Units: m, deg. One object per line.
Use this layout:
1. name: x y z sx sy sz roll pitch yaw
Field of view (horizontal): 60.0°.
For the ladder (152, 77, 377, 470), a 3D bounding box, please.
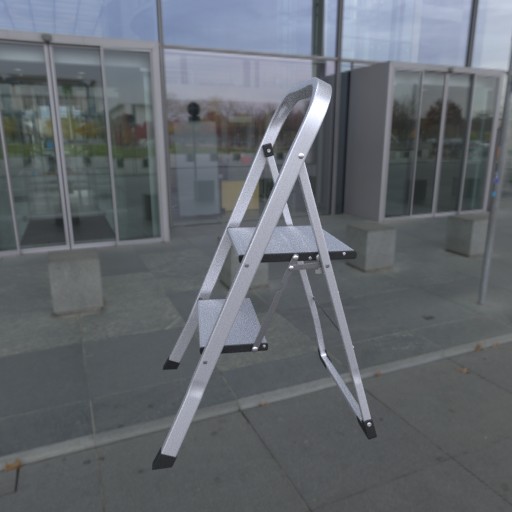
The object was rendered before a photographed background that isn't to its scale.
1. ladder: 0.000 0.000 1.125 0.530 0.830 0.465 -2 15 -8
